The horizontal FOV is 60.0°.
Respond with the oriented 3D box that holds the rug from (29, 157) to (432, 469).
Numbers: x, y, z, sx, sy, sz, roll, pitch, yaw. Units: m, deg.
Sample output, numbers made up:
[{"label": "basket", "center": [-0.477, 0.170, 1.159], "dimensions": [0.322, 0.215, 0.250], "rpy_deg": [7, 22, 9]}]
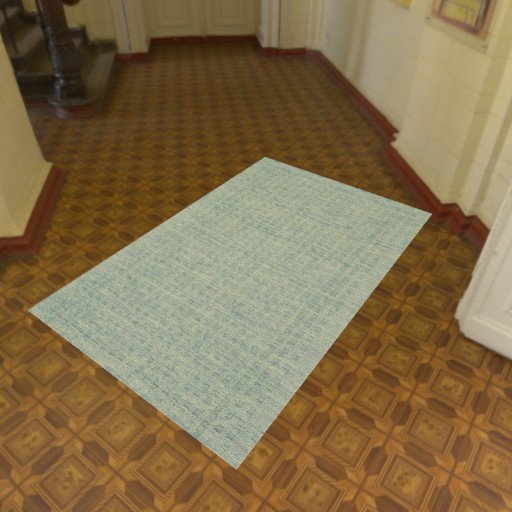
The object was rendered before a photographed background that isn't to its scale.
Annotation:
[{"label": "rug", "center": [0.000, 0.000, 2.190], "dimensions": [1.142, 0.006, 1.752], "rpy_deg": [25, 46, 27]}]
